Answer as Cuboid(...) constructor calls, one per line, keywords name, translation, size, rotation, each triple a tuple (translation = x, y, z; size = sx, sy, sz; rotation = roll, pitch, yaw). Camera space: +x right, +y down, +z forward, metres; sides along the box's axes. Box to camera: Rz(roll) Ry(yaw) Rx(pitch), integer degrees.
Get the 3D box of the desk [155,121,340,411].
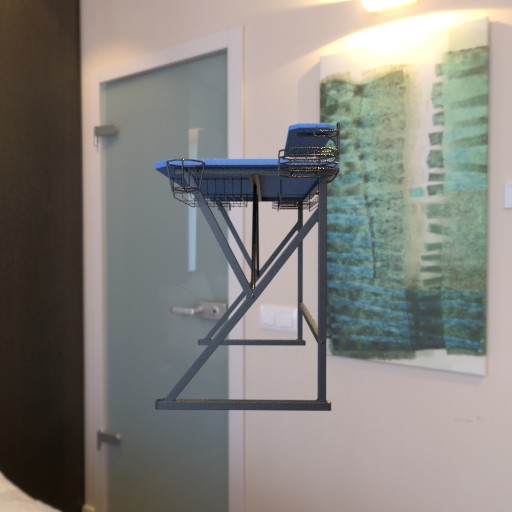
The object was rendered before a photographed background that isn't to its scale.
Cuboid(name="desk", translation=(0.000, 0.000, 1.766), size=(0.594, 0.909, 1.295), rotation=(0, 2, 1))
